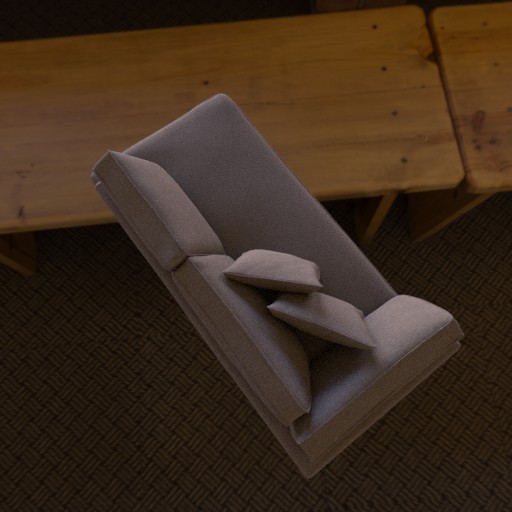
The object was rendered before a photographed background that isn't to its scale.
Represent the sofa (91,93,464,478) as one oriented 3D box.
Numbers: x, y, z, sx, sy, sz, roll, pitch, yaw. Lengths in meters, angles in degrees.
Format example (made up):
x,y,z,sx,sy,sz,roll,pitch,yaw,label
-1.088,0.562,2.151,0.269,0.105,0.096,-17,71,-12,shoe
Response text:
x,y,z,sx,sy,sz,roll,pitch,yaw,label
0.000,0.000,2.761,1.110,1.033,2.237,-37,78,-9,sofa
